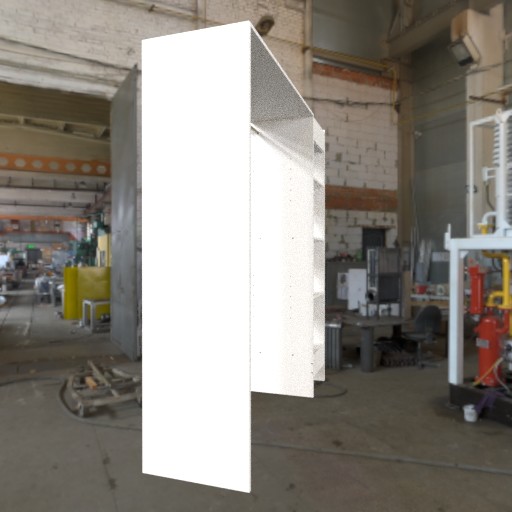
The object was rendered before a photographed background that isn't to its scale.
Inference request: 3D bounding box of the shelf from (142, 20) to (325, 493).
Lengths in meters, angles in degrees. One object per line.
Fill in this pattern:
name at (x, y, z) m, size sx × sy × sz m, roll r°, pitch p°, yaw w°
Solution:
shelf at (0.000, 0.000, 2.533) m, size 0.500 × 1.810 × 1.600 m, roll 0°, pitch 0°, yaw 19°
